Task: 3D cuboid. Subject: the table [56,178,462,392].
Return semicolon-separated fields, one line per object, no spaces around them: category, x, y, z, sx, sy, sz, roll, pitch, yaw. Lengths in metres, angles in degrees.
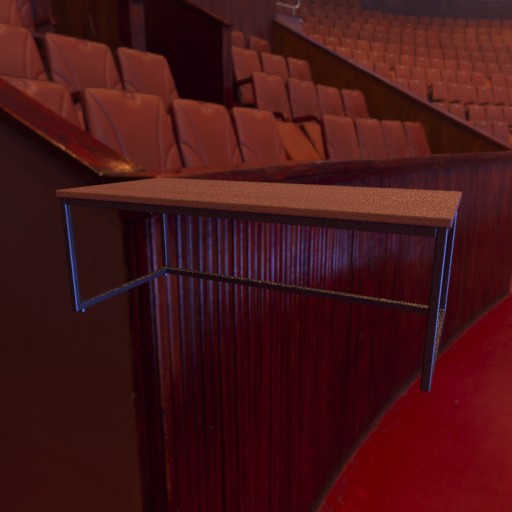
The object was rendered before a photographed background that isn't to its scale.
table;0.000;0.000;1.368;1.100;0.400;0.500;7;16;25
